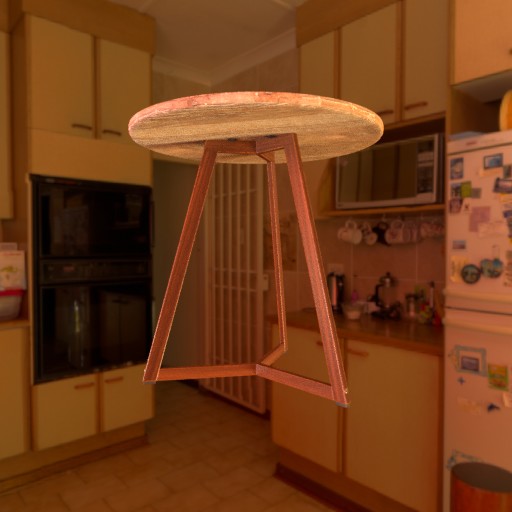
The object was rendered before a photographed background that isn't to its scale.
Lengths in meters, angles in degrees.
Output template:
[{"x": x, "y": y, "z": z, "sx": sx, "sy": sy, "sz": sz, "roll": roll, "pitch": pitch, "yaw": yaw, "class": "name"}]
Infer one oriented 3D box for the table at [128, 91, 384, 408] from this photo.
[{"x": 0.000, "y": 0.000, "z": 0.910, "sx": 0.500, "sy": 0.500, "sz": 0.500, "roll": 0, "pitch": 1, "yaw": 0, "class": "table"}]
